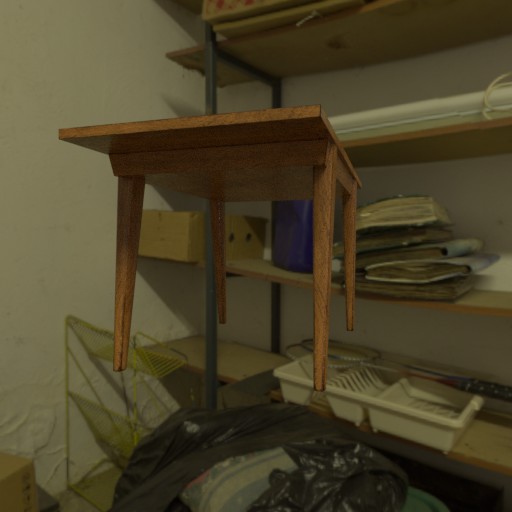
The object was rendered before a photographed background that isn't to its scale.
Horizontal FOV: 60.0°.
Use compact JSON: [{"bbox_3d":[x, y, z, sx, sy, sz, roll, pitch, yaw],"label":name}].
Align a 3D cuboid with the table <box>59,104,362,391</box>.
[{"bbox_3d":[0.000,0.000,1.843,0.757,0.760,1.400,0,1,17],"label":"table"}]
